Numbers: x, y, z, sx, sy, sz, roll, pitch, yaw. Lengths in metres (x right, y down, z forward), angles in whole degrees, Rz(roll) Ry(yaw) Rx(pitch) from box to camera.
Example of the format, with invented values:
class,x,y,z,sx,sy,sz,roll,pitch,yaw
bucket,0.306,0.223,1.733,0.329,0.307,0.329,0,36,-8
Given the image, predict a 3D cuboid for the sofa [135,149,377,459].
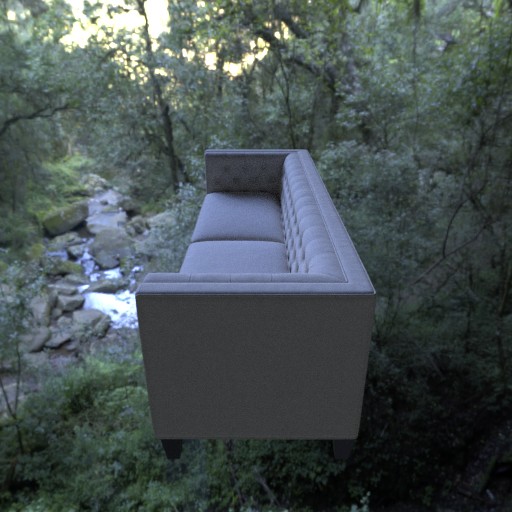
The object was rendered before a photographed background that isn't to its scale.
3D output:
class,x,y,z,sx,sy,sz,roll,pitch,yaw
sofa,0.000,0.000,2.523,0.775,0.762,2.159,0,25,0
